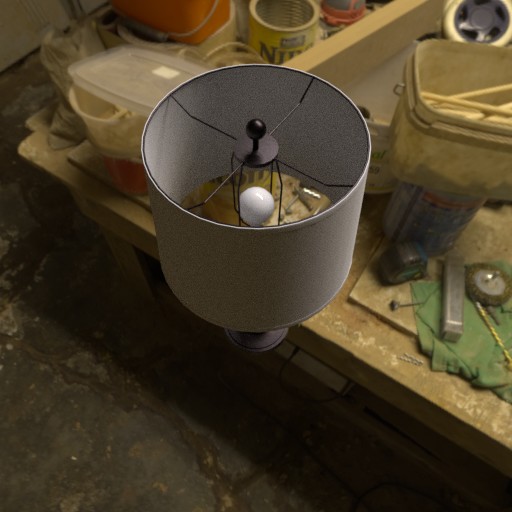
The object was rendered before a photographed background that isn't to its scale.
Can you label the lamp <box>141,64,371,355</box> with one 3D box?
[{"bbox_3d":[0.000,0.000,0.932,0.383,0.726,0.383,0,59,0],"label":"lamp"}]
